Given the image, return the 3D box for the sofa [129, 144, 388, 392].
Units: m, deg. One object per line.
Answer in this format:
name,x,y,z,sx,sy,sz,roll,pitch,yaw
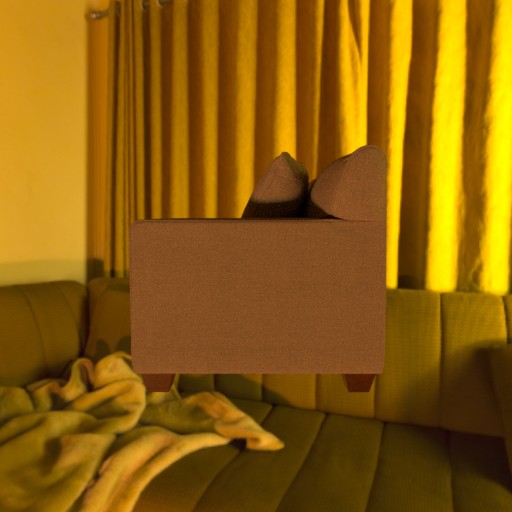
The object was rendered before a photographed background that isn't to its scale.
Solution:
sofa,0.000,0.000,2.620,0.997,0.958,2.024,0,3,0
